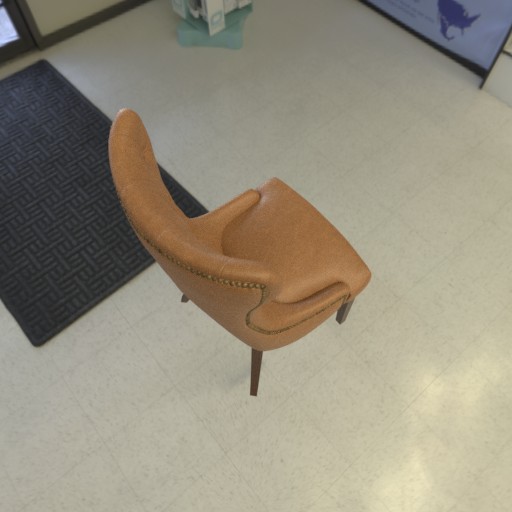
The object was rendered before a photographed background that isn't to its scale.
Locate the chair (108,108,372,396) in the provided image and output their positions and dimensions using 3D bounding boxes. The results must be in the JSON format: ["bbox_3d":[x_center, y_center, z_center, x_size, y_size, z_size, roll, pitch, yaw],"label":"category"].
[{"bbox_3d":[0.000,0.000,1.479,0.669,1.065,0.611,-34,66,-18],"label":"chair"}]
